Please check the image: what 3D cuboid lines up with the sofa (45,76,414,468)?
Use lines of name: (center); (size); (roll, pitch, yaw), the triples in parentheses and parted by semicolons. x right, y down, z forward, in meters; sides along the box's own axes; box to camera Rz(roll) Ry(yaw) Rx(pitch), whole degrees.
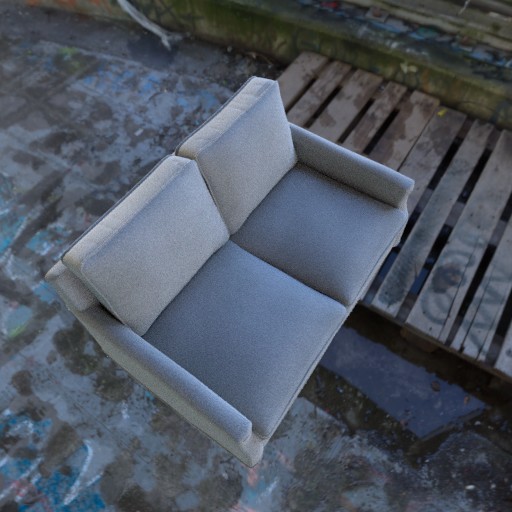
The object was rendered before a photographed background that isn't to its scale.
sofa: (0.000, 0.000, 2.255); (1.084, 1.003, 1.597); (31, 64, 17)
